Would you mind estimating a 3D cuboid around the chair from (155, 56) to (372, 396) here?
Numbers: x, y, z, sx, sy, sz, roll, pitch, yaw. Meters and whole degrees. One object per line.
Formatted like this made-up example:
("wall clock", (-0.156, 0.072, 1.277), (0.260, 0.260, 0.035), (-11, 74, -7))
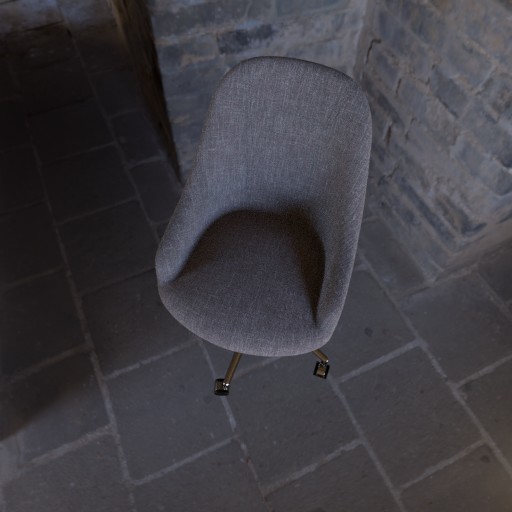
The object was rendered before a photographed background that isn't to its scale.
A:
("chair", (0.000, 0.000, 1.415), (0.671, 0.950, 0.712), (16, 60, 9))
